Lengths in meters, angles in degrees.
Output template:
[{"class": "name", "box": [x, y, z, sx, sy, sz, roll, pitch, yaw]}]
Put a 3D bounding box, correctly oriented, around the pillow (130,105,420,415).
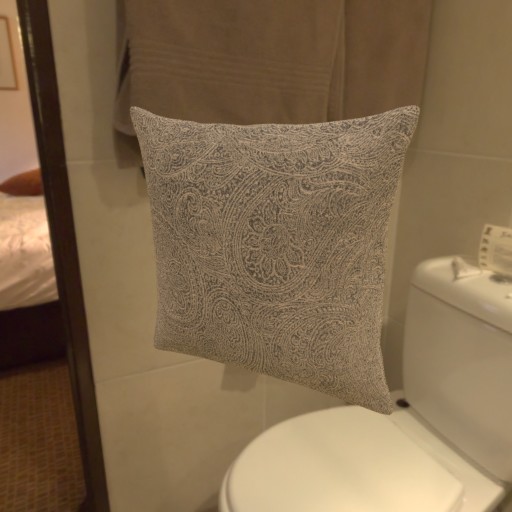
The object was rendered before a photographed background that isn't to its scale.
[{"class": "pillow", "box": [0.000, 0.000, 0.795, 0.523, 0.510, 0.166, 9, 20, 26]}]
